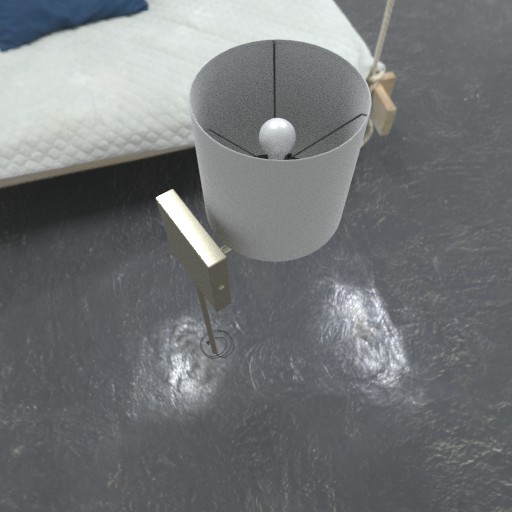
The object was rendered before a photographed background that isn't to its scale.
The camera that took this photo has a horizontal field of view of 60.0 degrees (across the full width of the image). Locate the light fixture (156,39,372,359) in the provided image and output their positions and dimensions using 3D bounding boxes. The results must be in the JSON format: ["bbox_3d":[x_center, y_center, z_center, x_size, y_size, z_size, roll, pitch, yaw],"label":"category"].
[{"bbox_3d":[0.000,0.000,0.700,0.248,0.589,0.188,-31,64,-17],"label":"light fixture"}]
